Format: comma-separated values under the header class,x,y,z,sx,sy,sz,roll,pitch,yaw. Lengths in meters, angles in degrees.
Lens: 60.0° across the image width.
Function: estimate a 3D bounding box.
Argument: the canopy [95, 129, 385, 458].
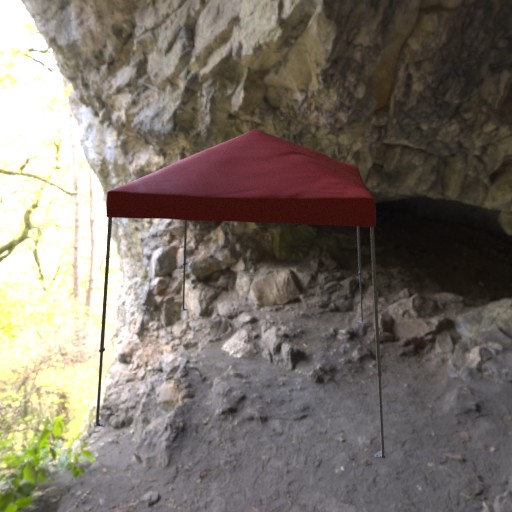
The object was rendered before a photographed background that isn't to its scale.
class,x,y,z,sx,sy,sz,roll,pitch,yaw
canopy,0.000,0.000,5.176,2.849,2.849,2.848,3,18,9
